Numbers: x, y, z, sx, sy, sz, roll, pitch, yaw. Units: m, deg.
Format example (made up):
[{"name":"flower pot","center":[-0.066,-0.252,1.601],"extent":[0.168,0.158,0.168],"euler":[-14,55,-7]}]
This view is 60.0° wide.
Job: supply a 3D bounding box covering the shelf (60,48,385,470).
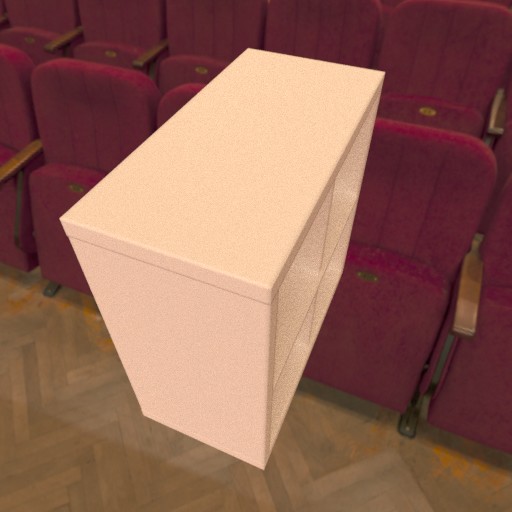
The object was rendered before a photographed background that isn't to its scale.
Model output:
[{"name":"shelf","center":[0.000,0.000,1.238],"extent":[0.390,0.786,0.790],"euler":[17,49,16]}]
